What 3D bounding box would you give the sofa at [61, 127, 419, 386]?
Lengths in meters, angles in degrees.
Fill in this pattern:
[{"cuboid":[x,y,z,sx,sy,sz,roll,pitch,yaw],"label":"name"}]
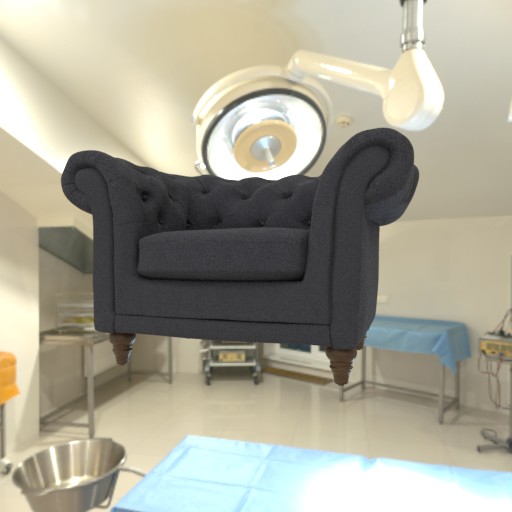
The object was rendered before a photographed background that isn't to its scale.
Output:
[{"cuboid":[0.000,0.000,2.044,1.405,0.878,1.032,0,0,18],"label":"sofa"}]
